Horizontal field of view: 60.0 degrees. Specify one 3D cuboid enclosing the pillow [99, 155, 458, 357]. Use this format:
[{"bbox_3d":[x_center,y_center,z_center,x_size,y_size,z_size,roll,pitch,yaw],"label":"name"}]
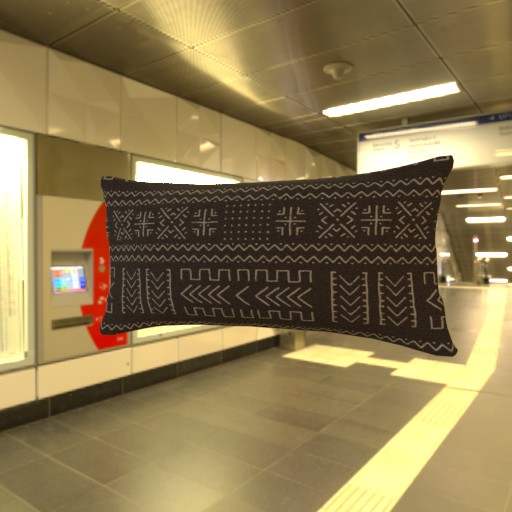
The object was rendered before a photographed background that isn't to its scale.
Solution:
[{"bbox_3d":[0.000,0.000,0.793,0.667,0.322,0.135,0,1,17],"label":"pillow"}]
